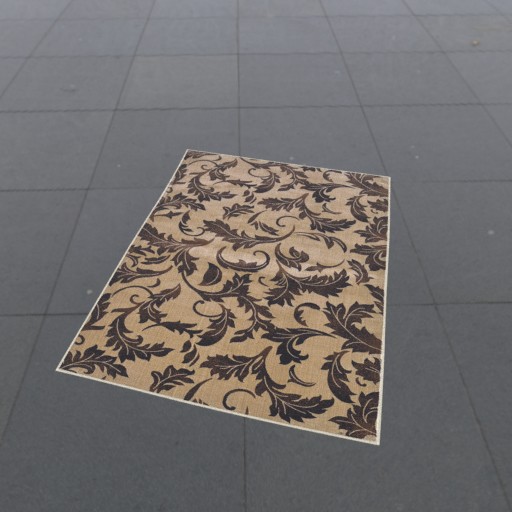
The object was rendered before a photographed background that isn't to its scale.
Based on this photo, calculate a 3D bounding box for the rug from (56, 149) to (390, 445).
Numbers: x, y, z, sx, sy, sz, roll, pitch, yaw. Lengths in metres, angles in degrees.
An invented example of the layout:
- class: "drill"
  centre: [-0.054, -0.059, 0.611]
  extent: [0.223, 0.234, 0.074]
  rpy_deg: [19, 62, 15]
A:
- class: "rug"
  centre: [0.000, 0.000, 4.082]
  extent: [2.380, 0.008, 2.977]
  rpy_deg: [10, 48, 9]
